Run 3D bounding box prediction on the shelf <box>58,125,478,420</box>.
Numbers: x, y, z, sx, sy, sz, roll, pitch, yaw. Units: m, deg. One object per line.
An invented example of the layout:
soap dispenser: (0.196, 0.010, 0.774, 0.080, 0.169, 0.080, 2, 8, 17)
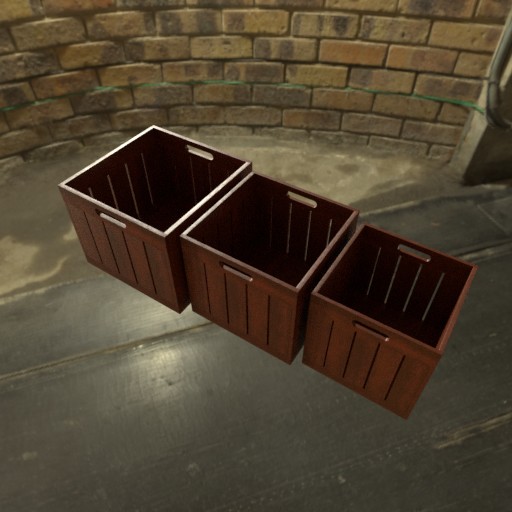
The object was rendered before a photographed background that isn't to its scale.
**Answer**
shelf: (0.000, 0.000, 1.260, 1.064, 0.311, 0.393, 25, 51, 22)
